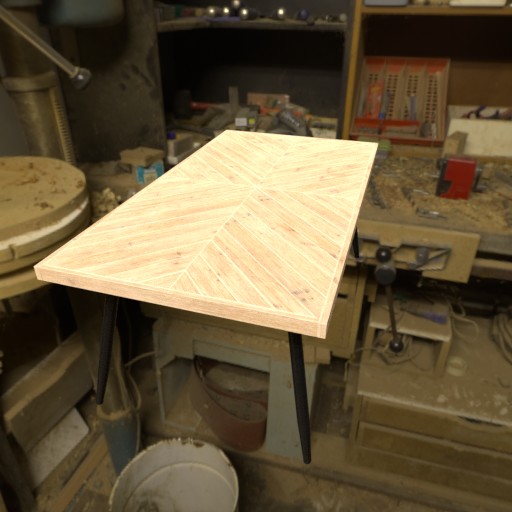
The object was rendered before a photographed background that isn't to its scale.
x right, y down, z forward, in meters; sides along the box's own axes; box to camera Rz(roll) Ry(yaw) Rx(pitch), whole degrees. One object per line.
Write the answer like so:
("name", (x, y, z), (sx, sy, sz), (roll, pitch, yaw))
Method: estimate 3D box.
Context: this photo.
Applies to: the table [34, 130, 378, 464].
("table", (0.000, 0.000, 2.293), (0.991, 0.762, 1.803), (9, 32, 15))
